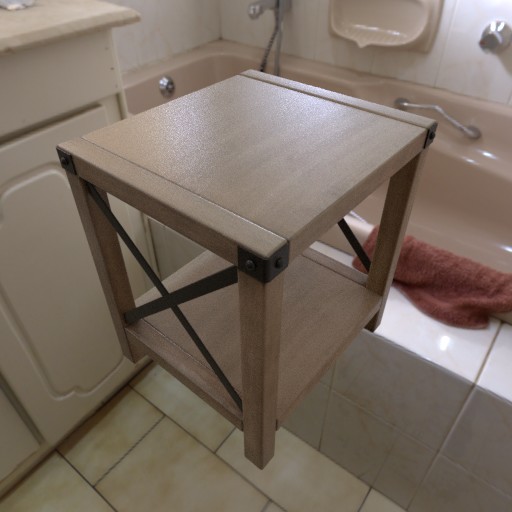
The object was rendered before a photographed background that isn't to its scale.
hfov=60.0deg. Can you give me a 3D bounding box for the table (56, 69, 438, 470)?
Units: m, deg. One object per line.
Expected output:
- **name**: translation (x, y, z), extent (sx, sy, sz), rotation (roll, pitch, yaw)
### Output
- **table**: translation (0.000, 0.000, 0.941), extent (0.459, 0.561, 0.510), rotation (28, 48, 29)
